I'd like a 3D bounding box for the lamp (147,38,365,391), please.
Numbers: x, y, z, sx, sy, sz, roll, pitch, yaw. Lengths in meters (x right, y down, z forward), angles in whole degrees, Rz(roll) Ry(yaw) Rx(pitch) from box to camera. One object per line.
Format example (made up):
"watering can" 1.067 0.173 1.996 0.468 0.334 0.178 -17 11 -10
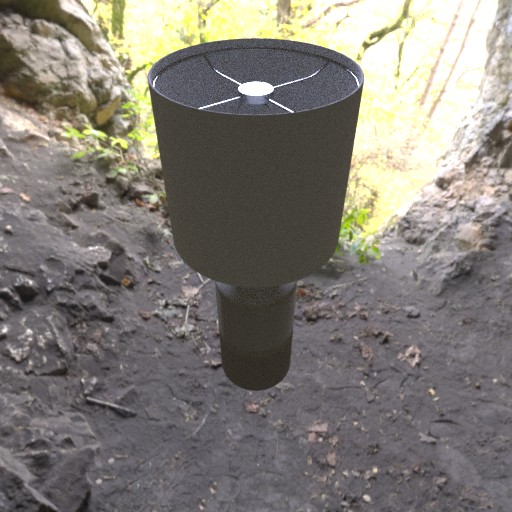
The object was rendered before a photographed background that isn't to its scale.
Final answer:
"lamp" 0.000 0.000 0.602 0.212 0.493 0.212 -26 48 -26
